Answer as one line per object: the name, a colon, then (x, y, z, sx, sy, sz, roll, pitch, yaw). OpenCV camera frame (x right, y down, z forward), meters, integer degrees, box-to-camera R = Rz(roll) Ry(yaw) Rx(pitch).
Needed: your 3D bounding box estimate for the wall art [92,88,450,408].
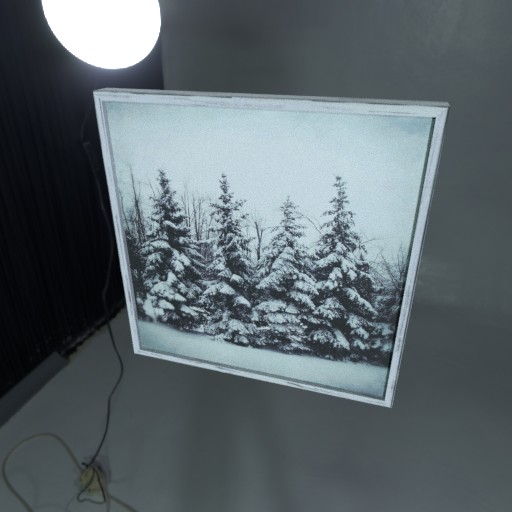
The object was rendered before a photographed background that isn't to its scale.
wall art: (0.000, 0.000, 0.738, 0.506, 0.506, 0.038, 8, 28, 15)
